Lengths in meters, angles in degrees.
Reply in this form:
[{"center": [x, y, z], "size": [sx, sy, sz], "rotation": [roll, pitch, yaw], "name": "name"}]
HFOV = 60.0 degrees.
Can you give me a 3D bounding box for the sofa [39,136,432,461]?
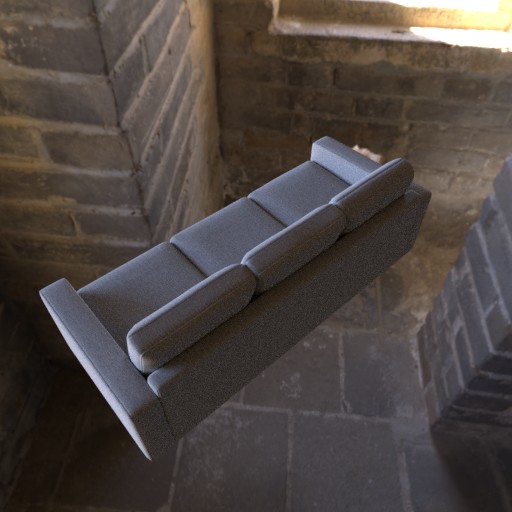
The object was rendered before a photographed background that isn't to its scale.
[{"center": [0.000, 0.000, 2.555], "size": [2.120, 0.800, 0.900], "rotation": [-33, 55, -27], "name": "sofa"}]
